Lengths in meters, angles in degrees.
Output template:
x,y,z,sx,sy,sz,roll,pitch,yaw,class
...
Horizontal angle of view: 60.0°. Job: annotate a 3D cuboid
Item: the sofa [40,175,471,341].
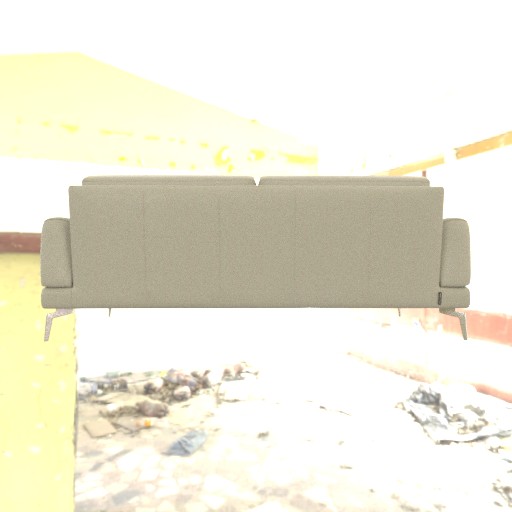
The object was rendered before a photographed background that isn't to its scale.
x,y,z,sx,sy,sz,roll,pitch,yaw,class
0.000,0.000,2.382,1.940,0.765,0.974,0,-1,-1,sofa
